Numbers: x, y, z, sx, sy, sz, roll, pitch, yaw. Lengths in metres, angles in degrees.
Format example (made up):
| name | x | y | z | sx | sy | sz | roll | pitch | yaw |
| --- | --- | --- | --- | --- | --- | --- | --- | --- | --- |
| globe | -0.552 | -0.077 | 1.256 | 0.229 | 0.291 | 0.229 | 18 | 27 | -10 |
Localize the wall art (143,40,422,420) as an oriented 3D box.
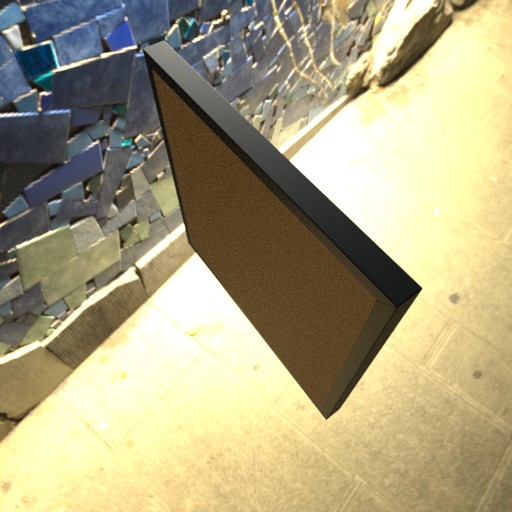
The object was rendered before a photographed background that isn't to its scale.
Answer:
| name | x | y | z | sx | sy | sz | roll | pitch | yaw |
| --- | --- | --- | --- | --- | --- | --- | --- | --- | --- |
| wall art | 0.000 | 0.000 | 0.753 | 0.036 | 0.508 | 0.508 | -32 | 63 | -18 |
